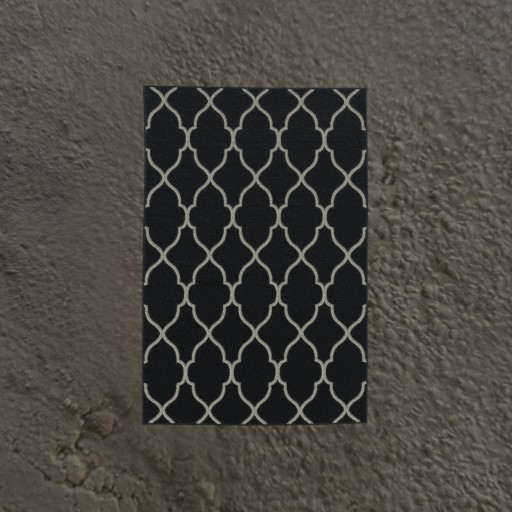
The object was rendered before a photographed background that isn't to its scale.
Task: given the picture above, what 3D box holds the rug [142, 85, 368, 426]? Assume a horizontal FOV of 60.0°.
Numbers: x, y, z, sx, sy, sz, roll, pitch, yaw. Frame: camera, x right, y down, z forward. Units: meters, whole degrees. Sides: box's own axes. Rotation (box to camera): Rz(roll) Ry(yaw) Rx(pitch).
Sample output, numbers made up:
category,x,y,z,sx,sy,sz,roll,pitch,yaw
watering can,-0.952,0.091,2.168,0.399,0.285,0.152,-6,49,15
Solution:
category,x,y,z,sx,sy,sz,roll,pitch,yaw
rug,0.000,0.000,2.991,1.526,0.014,2.290,0,90,-2
